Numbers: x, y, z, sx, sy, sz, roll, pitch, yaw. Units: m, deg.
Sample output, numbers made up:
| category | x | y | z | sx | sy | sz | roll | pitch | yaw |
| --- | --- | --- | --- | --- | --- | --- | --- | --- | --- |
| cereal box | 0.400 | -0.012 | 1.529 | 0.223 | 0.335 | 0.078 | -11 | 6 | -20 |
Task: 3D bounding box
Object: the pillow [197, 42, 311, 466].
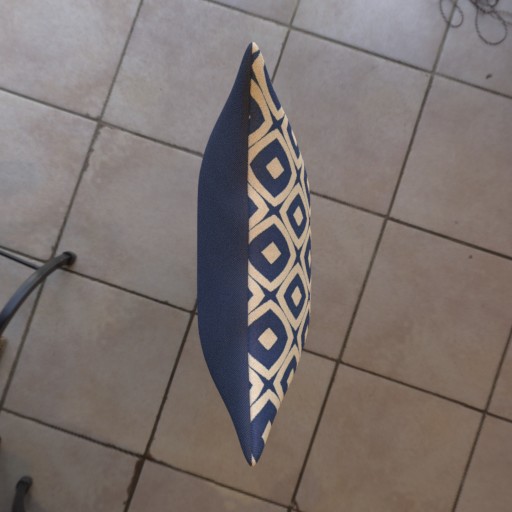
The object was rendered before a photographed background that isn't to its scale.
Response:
| category | x | y | z | sx | sy | sz | roll | pitch | yaw |
| --- | --- | --- | --- | --- | --- | --- | --- | --- | --- |
| pillow | 0.000 | 0.000 | 0.768 | 0.188 | 0.494 | 0.504 | 0 | 89 | 1 |
